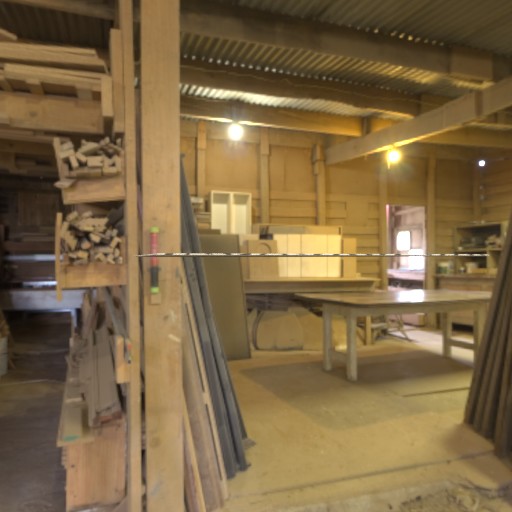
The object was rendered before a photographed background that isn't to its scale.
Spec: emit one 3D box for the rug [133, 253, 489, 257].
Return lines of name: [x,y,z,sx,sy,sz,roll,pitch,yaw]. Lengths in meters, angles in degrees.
rug: [0.000,0.000,2.992,1.523,0.008,2.438,0,0,-17]
